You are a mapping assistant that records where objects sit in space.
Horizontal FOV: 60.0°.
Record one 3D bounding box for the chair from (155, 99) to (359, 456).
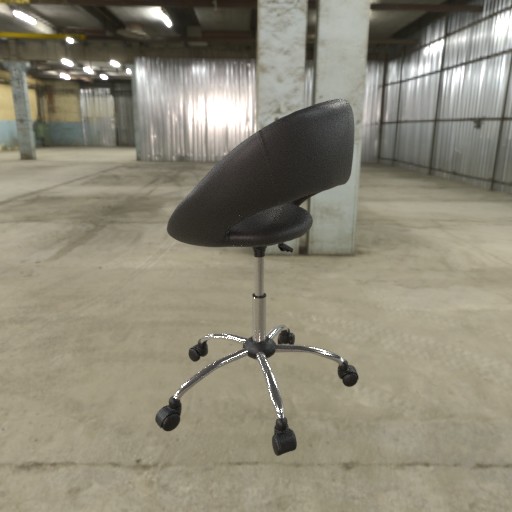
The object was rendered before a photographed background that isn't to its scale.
[{"bbox_3d":[0.000,0.000,1.205,0.538,0.791,0.612,8,17,26],"label":"chair"}]
